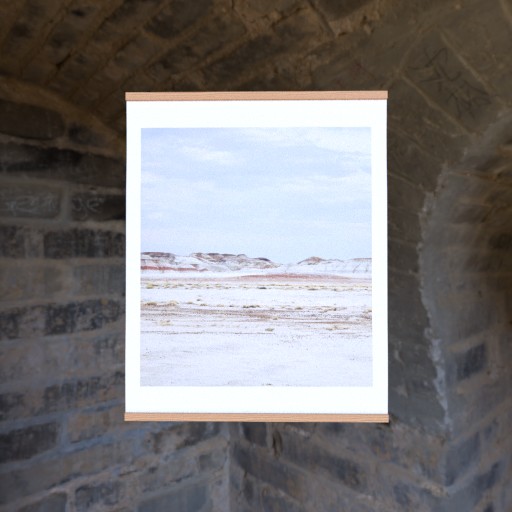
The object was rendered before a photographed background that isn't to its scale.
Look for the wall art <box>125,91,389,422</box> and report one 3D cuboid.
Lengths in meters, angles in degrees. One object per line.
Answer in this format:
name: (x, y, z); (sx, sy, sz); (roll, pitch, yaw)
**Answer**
wall art: (0.000, 0.000, 0.686); (0.404, 0.507, 0.010); (0, -1, 1)
